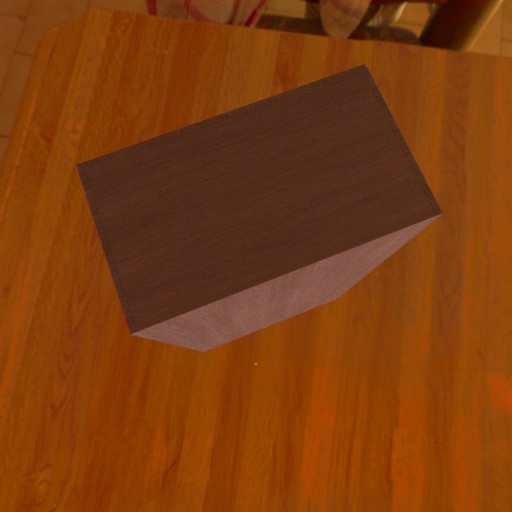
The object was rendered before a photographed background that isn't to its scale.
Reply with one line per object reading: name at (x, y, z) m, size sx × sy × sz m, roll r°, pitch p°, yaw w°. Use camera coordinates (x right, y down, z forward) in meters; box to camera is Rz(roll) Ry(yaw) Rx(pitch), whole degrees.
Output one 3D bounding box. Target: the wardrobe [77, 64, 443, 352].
wardrobe at (0.000, 0.000, 2.237) m, size 0.991 × 1.808 × 0.577 m, roll -21°, pitch 77°, yaw -5°
